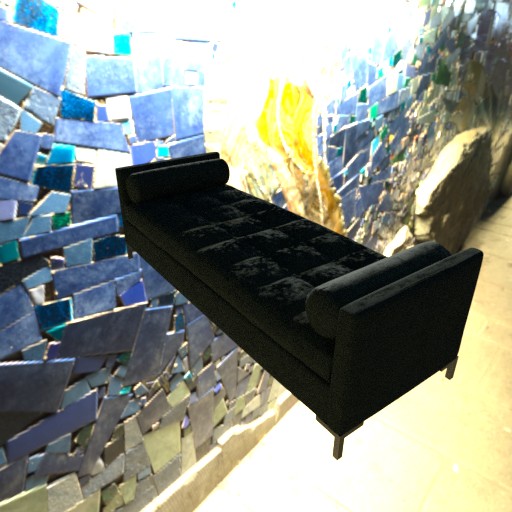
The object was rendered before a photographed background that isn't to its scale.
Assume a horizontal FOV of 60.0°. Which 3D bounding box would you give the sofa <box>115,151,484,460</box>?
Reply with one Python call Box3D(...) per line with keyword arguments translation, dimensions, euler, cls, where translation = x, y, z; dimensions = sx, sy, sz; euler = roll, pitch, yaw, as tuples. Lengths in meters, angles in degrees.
Box3D(translation=(0.000, 0.000, 2.468), dimensions=(0.797, 0.657, 2.102), euler=(-18, 32, -32), cls="sofa")
